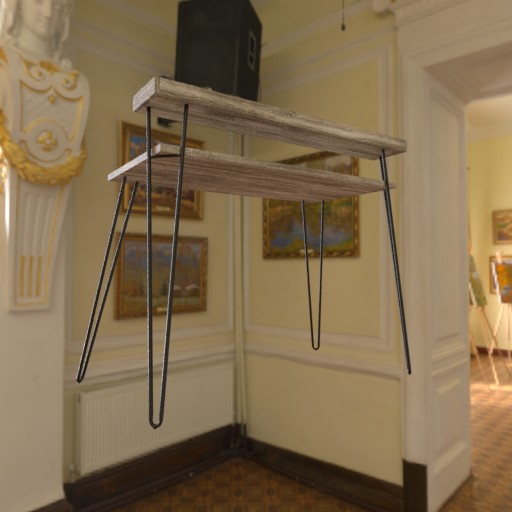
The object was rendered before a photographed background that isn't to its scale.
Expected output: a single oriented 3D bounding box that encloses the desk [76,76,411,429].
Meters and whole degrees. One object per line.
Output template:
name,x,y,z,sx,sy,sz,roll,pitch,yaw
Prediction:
desk,0.000,0.000,1.648,1.135,0.899,0.605,1,-2,-34
